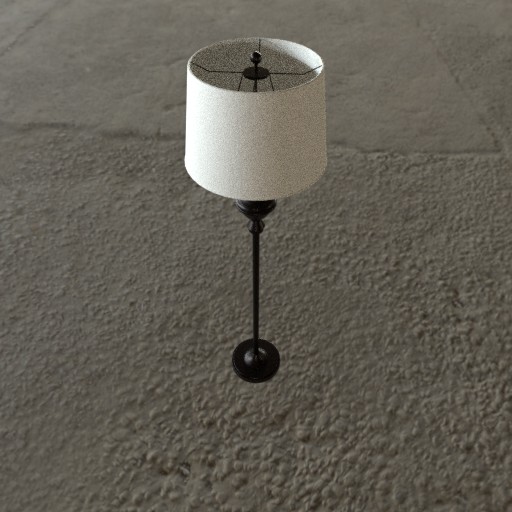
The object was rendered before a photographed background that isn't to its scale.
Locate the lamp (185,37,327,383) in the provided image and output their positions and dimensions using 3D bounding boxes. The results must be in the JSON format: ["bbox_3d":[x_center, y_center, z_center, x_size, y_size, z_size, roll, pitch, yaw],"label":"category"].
[{"bbox_3d":[0.000,0.000,1.658,0.431,1.484,0.431,0,46,0],"label":"lamp"}]
